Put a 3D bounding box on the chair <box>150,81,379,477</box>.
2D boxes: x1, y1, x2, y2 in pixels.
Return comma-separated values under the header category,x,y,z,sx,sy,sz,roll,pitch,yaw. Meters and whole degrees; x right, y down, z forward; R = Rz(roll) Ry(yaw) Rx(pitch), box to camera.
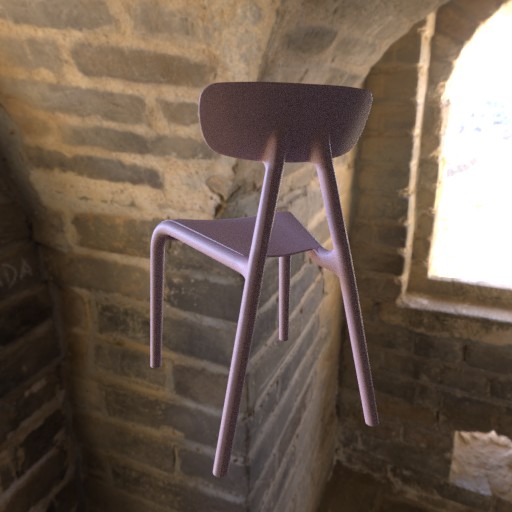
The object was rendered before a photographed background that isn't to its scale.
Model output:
category,x,y,z,sx,sy,sz,roll,pitch,yaw
chair,0.000,0.000,0.844,0.356,0.580,0.401,-7,16,-24
